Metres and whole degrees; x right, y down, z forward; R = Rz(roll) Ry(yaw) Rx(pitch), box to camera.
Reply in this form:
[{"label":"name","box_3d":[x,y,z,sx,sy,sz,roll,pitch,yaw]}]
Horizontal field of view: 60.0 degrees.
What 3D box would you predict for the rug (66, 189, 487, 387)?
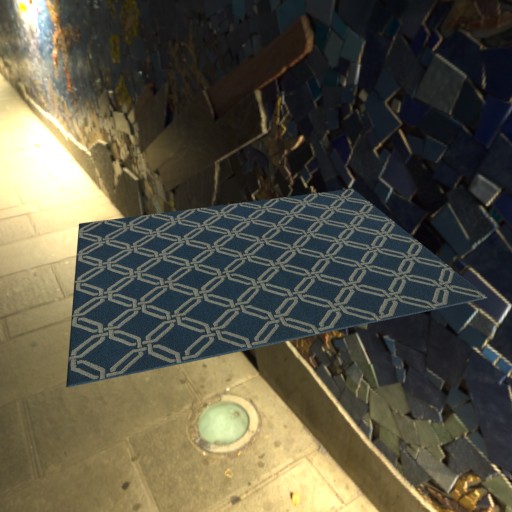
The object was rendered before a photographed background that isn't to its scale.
[{"label":"rug","box_3d":[0.000,0.000,4.311,3.342,0.018,2.432,-9,33,-14]}]
